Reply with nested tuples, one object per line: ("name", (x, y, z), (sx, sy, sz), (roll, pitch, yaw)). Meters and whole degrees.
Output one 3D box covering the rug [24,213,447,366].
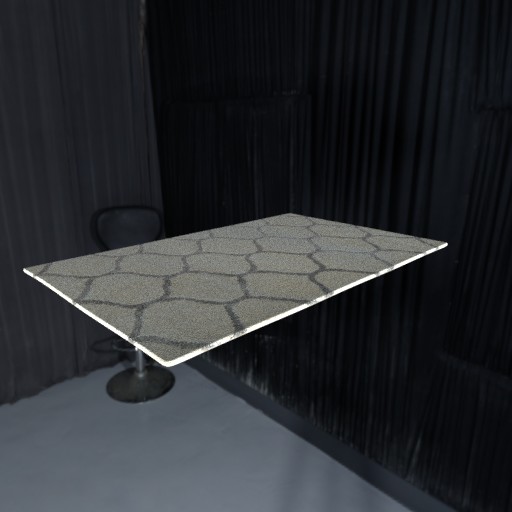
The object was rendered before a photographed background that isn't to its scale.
("rug", (0.000, 0.000, 2.862), (2.348, 0.024, 1.501), (-16, 23, -42))
